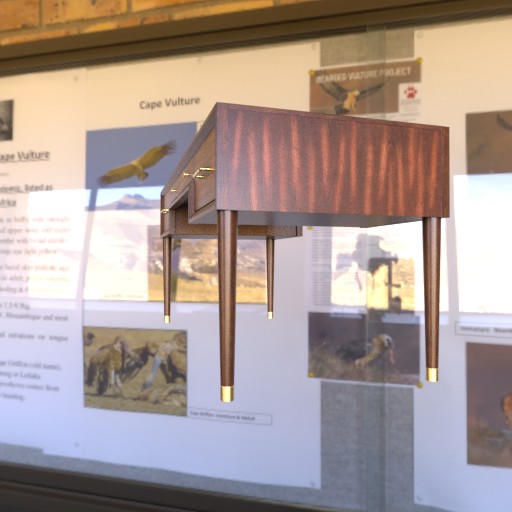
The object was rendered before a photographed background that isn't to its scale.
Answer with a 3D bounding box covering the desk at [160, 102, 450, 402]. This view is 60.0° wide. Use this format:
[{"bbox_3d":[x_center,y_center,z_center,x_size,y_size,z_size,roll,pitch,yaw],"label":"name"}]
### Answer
[{"bbox_3d":[0.000,0.000,1.968,0.724,0.762,1.575,0,-1,-17],"label":"desk"}]
